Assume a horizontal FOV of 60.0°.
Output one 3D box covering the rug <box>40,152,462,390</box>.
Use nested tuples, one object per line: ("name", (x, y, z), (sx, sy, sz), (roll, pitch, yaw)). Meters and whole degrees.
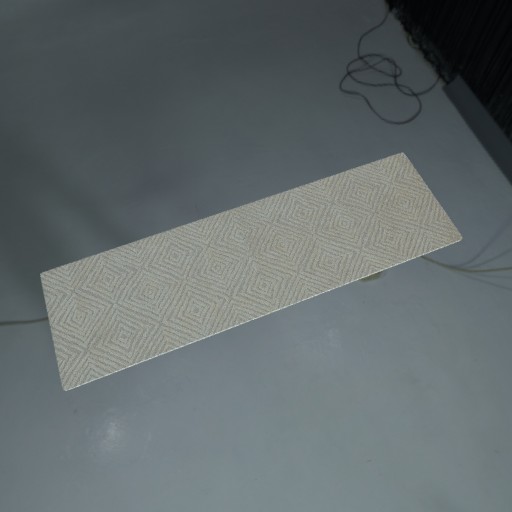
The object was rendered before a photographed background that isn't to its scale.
("rug", (0.000, 0.000, 2.476), (2.277, 0.008, 0.676), (-20, 65, -10))
